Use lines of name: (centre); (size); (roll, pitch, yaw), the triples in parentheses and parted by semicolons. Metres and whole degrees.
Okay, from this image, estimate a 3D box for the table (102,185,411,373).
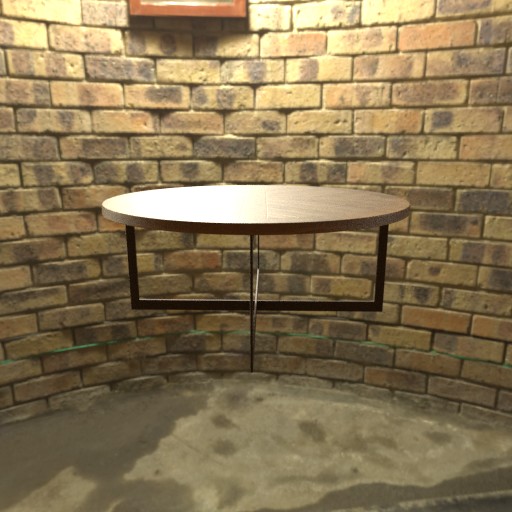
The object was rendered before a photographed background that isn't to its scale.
table: (0.000, 0.000, 1.975); (1.264, 0.516, 1.264); (0, 14, 0)
